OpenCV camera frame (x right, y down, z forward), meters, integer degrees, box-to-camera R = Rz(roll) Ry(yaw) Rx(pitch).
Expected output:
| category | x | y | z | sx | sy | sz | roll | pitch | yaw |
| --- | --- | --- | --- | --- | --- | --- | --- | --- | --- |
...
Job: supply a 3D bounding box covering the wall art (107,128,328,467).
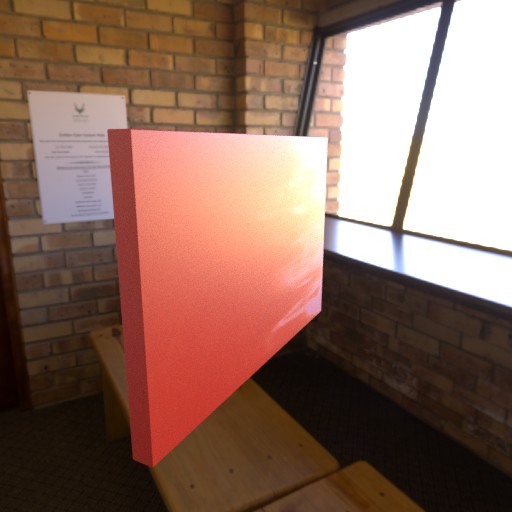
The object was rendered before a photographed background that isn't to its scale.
| category | x | y | z | sx | sy | sz | roll | pitch | yaw |
| --- | --- | --- | --- | --- | --- | --- | --- | --- | --- |
| wall art | 0.000 | 0.000 | 0.768 | 0.033 | 0.405 | 0.607 | 7 | 16 | 27 |
